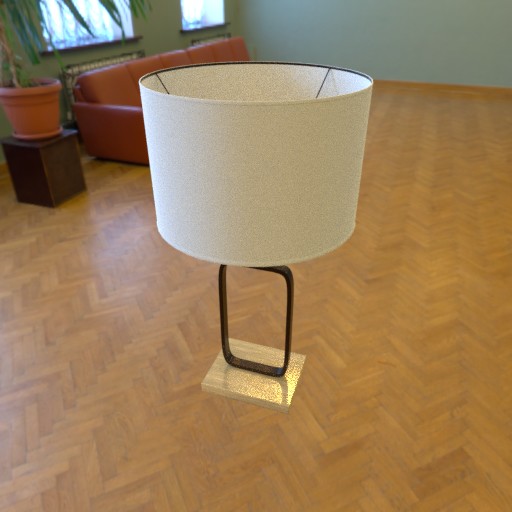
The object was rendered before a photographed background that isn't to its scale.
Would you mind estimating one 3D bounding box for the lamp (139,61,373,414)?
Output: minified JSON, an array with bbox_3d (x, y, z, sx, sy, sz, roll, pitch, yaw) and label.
[{"bbox_3d":[0.000,0.000,0.670,0.279,0.508,0.279,10,32,16],"label":"lamp"}]
